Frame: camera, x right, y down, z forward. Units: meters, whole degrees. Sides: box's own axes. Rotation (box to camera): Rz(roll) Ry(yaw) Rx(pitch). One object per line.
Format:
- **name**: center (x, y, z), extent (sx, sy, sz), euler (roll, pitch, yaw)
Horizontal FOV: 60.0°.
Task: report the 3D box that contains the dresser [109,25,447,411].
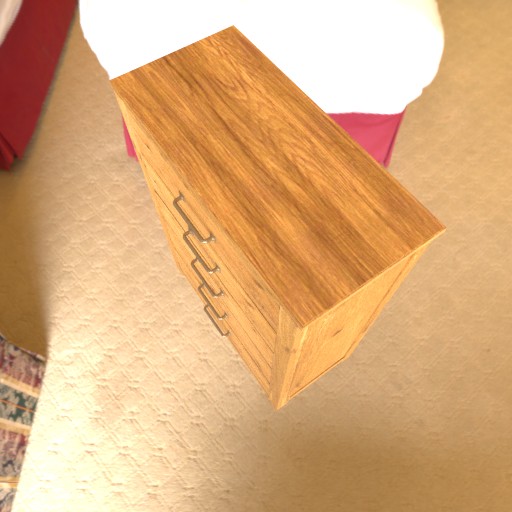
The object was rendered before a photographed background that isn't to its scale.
- **dresser**: center (0.000, 0.000, 2.006), extent (0.558, 1.431, 1.081), euler (-32, 67, -15)
